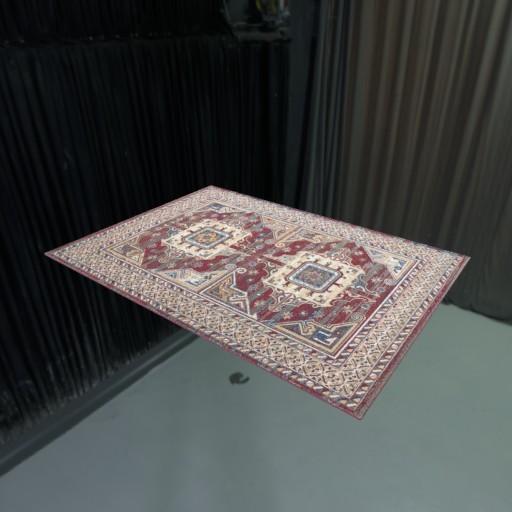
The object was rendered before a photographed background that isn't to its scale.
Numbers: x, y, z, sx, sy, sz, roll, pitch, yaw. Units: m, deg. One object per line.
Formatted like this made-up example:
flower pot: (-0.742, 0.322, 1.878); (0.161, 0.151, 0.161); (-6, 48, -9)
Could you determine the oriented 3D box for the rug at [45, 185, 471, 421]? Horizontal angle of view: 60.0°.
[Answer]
rug: (0.000, 0.000, 2.838); (2.210, 0.011, 1.599); (20, 35, 32)
